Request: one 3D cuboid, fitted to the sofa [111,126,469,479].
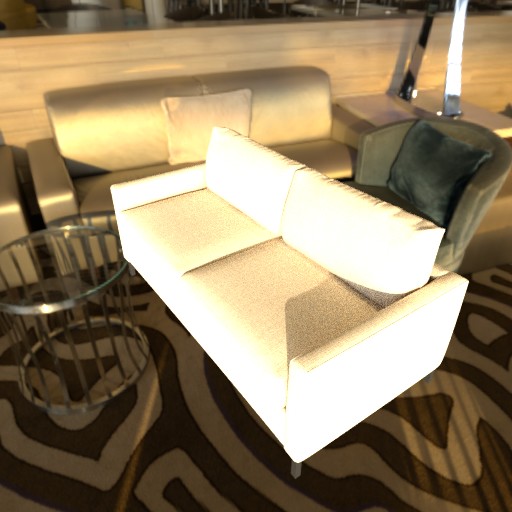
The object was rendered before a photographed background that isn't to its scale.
[{"bbox_3d":[0.000,0.000,2.110,0.839,0.812,1.651,-21,39,-29],"label":"sofa"}]
